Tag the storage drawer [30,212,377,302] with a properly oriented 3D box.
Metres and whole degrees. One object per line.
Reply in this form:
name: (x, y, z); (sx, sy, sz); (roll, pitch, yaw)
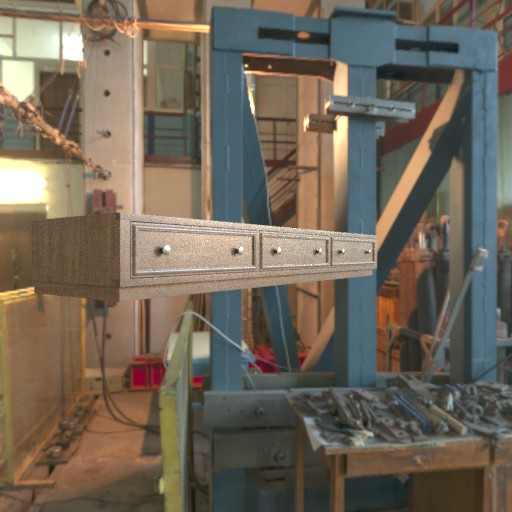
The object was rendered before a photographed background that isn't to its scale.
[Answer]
storage drawer: (0.000, 0.000, 2.260); (0.538, 0.264, 2.032); (0, 0, 36)
